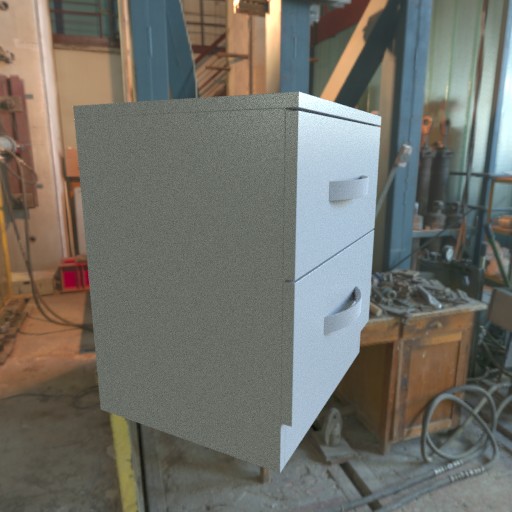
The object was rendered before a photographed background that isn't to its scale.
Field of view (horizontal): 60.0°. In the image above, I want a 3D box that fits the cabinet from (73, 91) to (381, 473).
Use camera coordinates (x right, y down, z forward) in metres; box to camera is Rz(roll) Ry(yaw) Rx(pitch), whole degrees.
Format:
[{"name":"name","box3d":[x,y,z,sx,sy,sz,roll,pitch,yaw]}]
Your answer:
[{"name":"cabinet","box3d":[0.000,0.000,0.757,0.360,0.470,0.400,7,15,27]}]
